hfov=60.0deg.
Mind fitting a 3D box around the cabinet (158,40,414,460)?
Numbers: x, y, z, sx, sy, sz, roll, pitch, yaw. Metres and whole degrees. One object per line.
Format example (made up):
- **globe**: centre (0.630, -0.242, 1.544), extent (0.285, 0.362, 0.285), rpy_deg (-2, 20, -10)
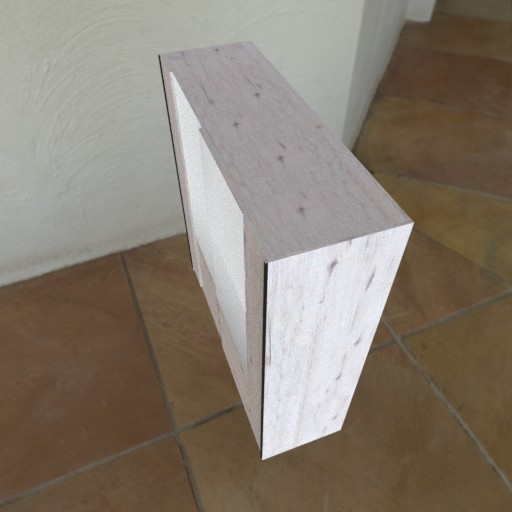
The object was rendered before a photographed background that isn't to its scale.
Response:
- **cabinet**: centre (0.000, 0.000, 3.194), extent (0.660, 2.180, 2.000), rpy_deg (-15, 49, -14)
